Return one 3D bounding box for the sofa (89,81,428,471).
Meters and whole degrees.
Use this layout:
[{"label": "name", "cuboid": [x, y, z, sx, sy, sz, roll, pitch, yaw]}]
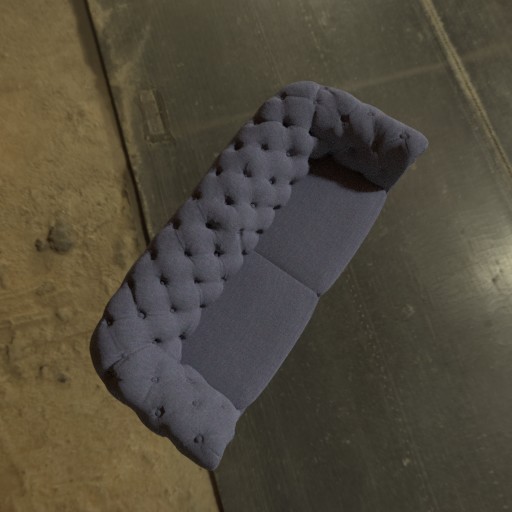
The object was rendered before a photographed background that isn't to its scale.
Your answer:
[{"label": "sofa", "cuboid": [0.000, 0.000, 2.894, 1.046, 0.836, 2.335, 34, 78, 8]}]
